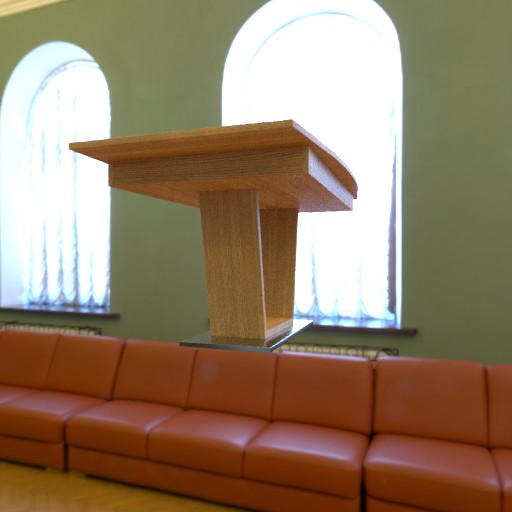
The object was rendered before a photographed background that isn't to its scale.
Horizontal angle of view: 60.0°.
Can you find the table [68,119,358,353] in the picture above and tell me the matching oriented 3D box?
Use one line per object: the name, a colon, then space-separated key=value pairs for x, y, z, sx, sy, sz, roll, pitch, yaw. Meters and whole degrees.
table: x=0.000 y=0.000 z=2.106 sx=0.900 sy=0.748 sz=1.598 roll=0 pitch=0 yaw=19
